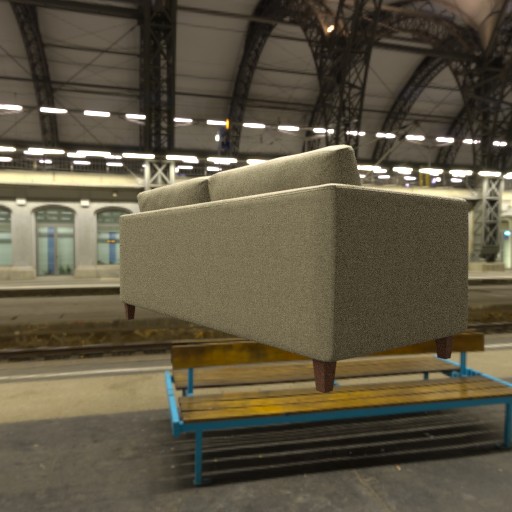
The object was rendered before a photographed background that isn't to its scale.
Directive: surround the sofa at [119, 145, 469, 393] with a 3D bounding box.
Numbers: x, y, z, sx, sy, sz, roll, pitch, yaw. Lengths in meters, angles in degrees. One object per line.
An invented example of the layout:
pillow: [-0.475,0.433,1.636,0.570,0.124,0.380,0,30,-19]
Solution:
sofa: [0.000,0.000,2.698,0.956,0.960,2.208,-1,2,-36]
